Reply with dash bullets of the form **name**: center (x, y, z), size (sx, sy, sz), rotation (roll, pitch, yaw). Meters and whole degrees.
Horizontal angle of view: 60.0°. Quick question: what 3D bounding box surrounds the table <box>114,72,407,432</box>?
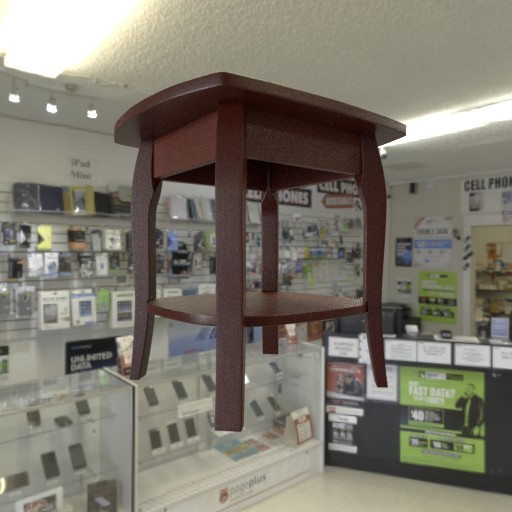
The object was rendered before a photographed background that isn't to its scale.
- **table**: center (0.000, 0.000, 0.877), size (0.502, 0.496, 0.433), rotation (0, 1, -37)
